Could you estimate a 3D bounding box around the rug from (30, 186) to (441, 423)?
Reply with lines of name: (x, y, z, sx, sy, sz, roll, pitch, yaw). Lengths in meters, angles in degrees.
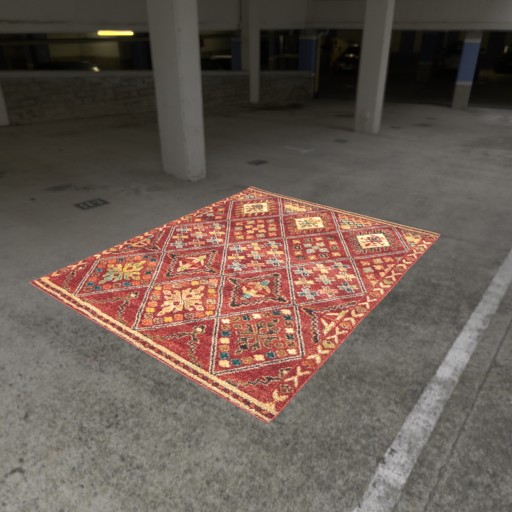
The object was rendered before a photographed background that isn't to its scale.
rug: (0.000, 0.000, 4.165, 2.489, 0.030, 3.086, 19, 33, 32)
